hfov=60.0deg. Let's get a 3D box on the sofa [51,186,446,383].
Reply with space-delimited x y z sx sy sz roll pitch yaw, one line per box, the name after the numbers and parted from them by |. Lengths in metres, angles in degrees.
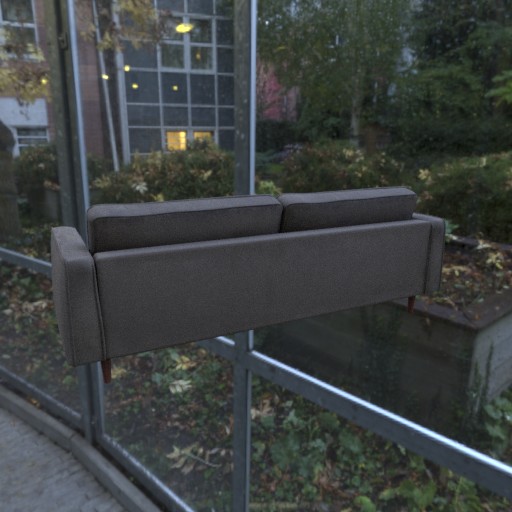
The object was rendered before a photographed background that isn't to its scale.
0.000 0.000 2.726 2.295 0.813 0.923 -7 16 -26 | sofa
